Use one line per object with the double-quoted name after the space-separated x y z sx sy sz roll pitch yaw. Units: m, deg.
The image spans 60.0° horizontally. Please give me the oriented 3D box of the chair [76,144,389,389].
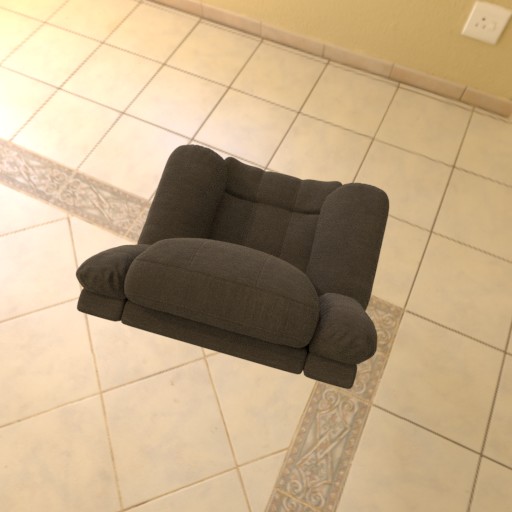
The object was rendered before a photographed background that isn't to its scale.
0.000 0.000 1.722 0.899 1.008 0.944 15 65 7 "chair"
